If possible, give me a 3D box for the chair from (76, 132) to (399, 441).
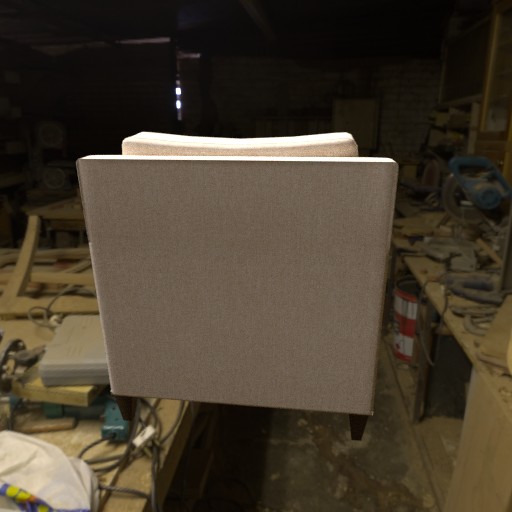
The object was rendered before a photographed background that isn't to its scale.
[{"bbox_3d":[0.000,0.000,1.728,0.838,0.940,1.041,2,17,7],"label":"chair"}]
